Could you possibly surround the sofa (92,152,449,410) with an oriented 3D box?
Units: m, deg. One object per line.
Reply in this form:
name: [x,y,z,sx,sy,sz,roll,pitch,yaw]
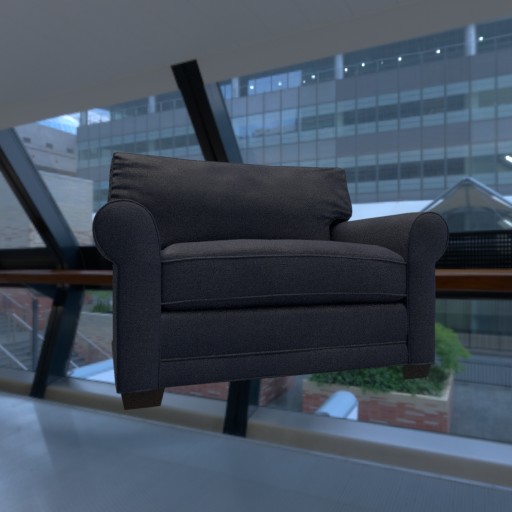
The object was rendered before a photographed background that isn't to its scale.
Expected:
sofa: [0.000,0.000,2.041,1.405,1.004,0.938,0,0,-19]
